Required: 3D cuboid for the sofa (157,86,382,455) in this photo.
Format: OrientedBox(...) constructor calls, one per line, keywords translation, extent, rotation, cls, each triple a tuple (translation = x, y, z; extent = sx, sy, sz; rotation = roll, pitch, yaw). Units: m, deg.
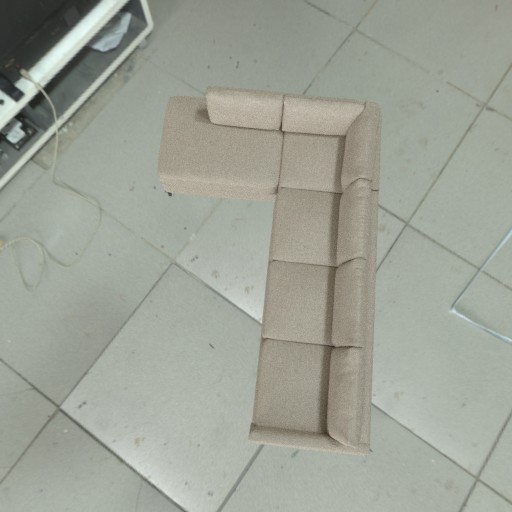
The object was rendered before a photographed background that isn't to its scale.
OrientedBox(translation=(0.000, 0.000, 3.126), extent=(1.617, 0.703, 2.423), rotation=(6, 75, 2), cls="sofa")
